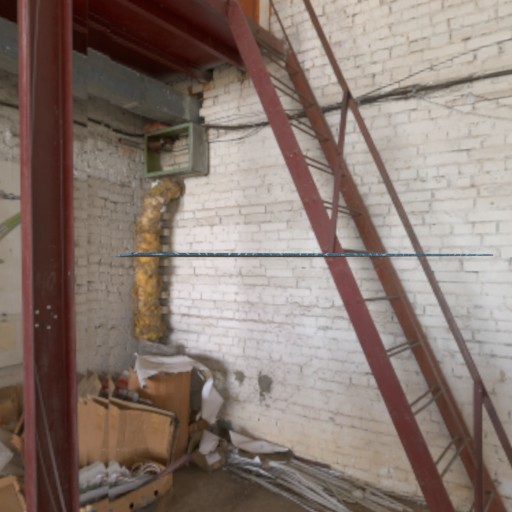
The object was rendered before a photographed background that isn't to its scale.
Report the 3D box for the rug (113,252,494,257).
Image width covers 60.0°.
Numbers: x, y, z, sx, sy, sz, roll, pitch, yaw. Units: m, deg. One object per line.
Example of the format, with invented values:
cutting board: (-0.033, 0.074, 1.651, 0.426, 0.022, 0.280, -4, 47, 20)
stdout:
rug: (0.000, 0.000, 4.104, 2.432, 0.012, 3.033, 0, 0, -20)
